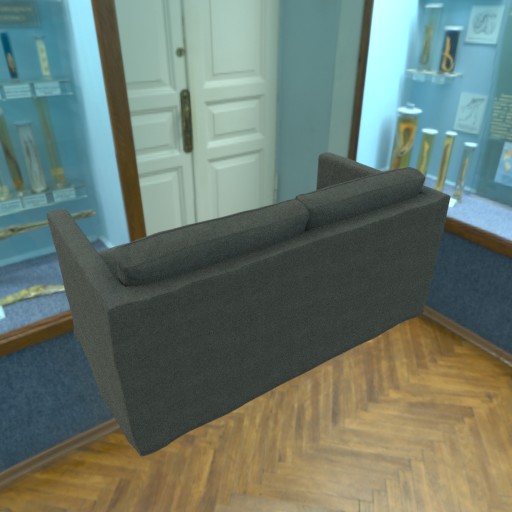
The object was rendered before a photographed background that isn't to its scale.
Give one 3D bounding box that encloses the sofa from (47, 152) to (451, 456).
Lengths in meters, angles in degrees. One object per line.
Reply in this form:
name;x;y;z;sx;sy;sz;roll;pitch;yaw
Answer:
sofa;0.000;0.000;2.315;1.802;0.854;0.974;-18;34;-29
